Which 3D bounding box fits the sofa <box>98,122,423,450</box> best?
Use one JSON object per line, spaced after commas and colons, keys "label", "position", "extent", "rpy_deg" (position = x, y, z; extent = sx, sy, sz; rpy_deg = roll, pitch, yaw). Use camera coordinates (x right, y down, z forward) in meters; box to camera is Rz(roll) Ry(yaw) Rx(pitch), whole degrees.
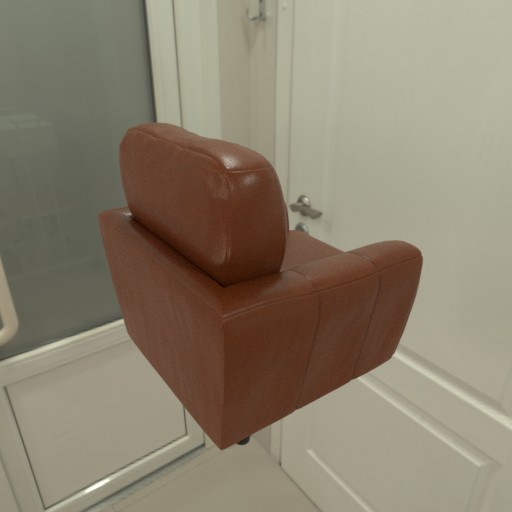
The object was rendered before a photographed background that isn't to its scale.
{"label": "sofa", "position": [0.000, 0.000, 1.506], "extent": [0.789, 0.876, 0.836], "rpy_deg": [-18, 31, -32]}
